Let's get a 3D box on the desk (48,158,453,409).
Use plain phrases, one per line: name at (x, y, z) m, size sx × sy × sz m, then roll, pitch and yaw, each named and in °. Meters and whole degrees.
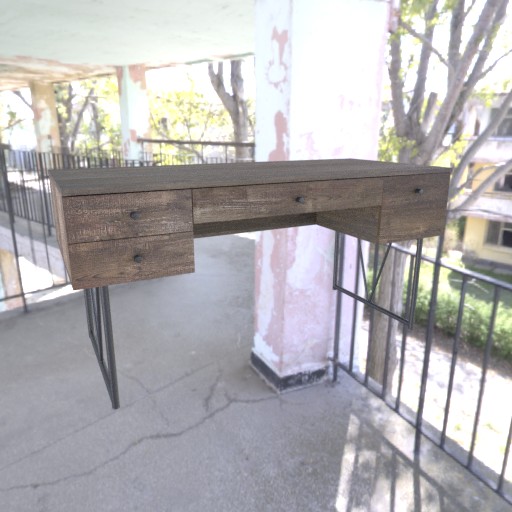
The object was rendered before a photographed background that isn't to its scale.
desk at (0.000, 0.000, 2.014) m, size 1.600 × 0.780 × 0.730 m, roll -8°, pitch 18°, yaw -26°
